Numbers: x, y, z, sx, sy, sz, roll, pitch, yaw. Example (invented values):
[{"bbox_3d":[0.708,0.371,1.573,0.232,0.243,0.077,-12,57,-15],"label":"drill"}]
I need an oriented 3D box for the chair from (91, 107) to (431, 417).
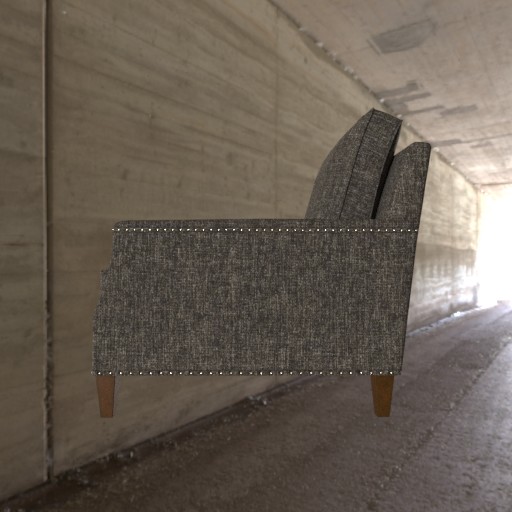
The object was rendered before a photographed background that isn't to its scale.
[{"bbox_3d":[0.000,0.000,1.697,1.014,0.943,0.853,0,0,0],"label":"chair"}]
